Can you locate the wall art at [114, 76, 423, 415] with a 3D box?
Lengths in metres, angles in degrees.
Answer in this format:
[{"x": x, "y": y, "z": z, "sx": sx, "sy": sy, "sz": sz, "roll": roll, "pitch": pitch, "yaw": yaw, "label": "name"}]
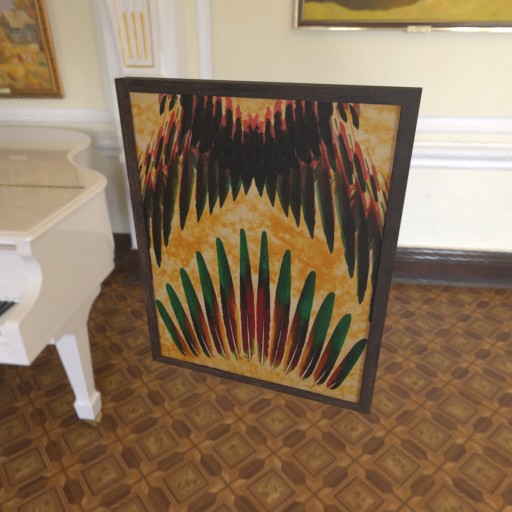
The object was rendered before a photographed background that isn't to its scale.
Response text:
[{"x": 0.000, "y": 0.000, "z": 0.555, "sx": 0.329, "sy": 0.406, "sz": 0.027, "roll": 9, "pitch": 29, "yaw": 17, "label": "wall art"}]
